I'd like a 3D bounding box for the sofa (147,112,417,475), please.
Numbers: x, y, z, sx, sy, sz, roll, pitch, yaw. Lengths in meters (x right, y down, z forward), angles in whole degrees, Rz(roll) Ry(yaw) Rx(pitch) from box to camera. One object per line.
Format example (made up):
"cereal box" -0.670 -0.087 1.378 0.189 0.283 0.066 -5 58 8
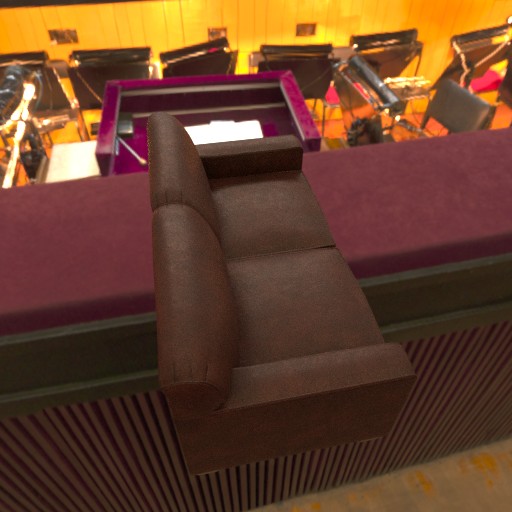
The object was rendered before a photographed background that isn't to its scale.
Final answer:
"sofa" 0.000 0.000 2.393 1.000 0.966 1.856 -8 46 -8
